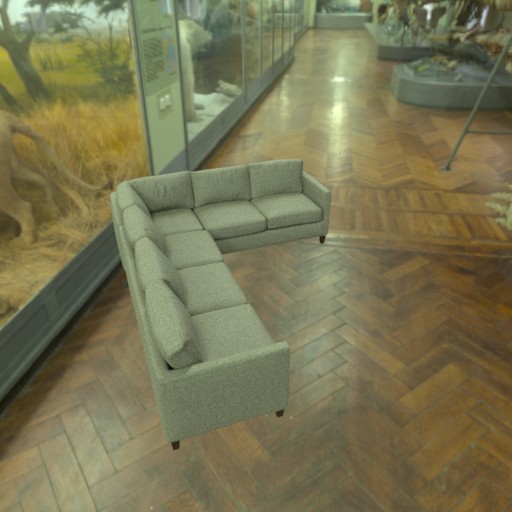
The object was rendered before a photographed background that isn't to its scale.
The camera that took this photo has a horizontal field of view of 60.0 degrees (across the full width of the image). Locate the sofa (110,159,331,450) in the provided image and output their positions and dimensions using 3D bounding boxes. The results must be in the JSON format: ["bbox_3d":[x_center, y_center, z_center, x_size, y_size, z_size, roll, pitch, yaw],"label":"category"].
[{"bbox_3d":[0.000,0.000,4.559,2.593,0.947,3.302,-11,32,-18],"label":"sofa"}]
